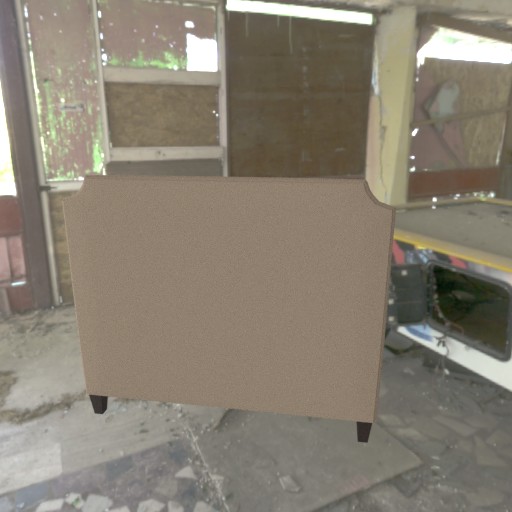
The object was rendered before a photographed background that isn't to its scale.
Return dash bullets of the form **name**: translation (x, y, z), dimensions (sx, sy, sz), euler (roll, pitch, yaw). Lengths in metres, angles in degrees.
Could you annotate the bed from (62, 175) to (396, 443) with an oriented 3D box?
- **bed**: translation (0.000, 0.000, 3.456), dimensions (1.713, 1.443, 2.372), euler (3, 16, 9)
